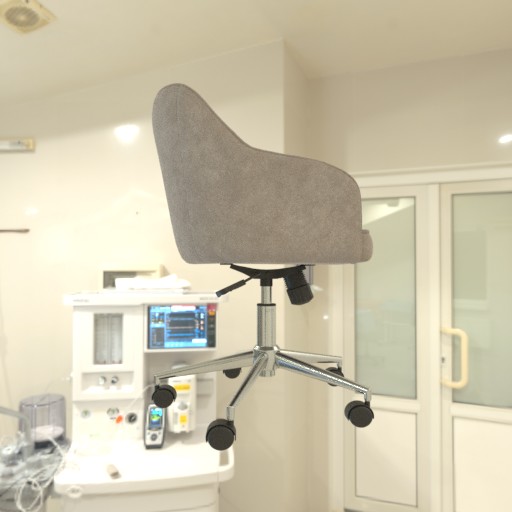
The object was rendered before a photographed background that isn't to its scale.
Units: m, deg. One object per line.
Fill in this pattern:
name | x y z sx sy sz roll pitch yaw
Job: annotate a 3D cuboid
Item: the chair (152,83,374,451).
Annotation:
chair | 0.000 0.000 1.252 0.573 0.831 0.635 0 -1 0
